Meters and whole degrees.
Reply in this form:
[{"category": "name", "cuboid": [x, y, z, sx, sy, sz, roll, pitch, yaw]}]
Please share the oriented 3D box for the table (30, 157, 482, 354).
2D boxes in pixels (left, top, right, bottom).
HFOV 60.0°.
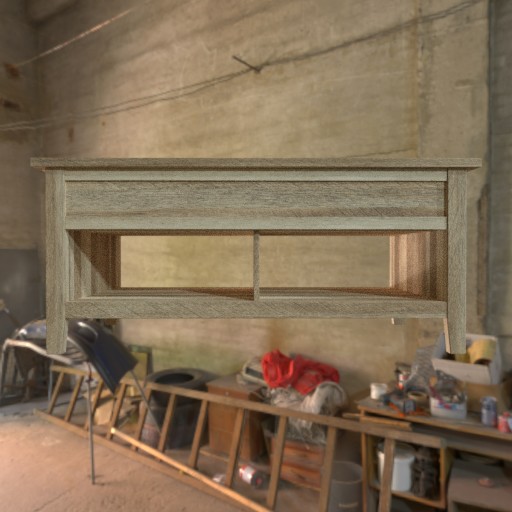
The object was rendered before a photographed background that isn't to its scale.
[{"category": "table", "cuboid": [0.000, 0.000, 1.322, 1.095, 0.480, 0.493, 0, 1, 0]}]
